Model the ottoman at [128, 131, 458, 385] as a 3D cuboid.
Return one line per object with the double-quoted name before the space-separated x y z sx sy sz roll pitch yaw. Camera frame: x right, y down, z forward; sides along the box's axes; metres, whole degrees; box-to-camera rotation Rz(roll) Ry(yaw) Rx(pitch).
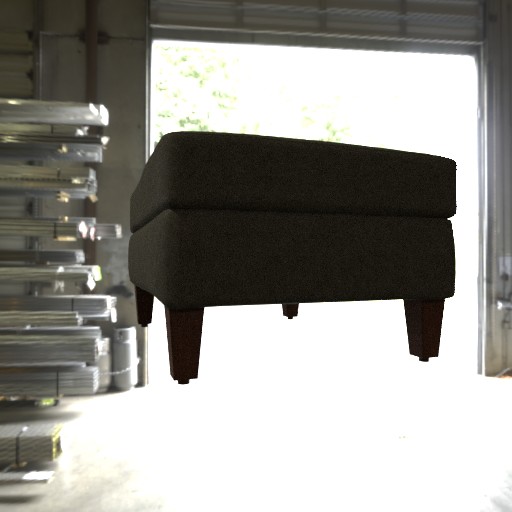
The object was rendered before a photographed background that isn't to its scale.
"ottoman" 0.000 0.000 1.220 0.639 0.464 0.839 0 -1 -20
